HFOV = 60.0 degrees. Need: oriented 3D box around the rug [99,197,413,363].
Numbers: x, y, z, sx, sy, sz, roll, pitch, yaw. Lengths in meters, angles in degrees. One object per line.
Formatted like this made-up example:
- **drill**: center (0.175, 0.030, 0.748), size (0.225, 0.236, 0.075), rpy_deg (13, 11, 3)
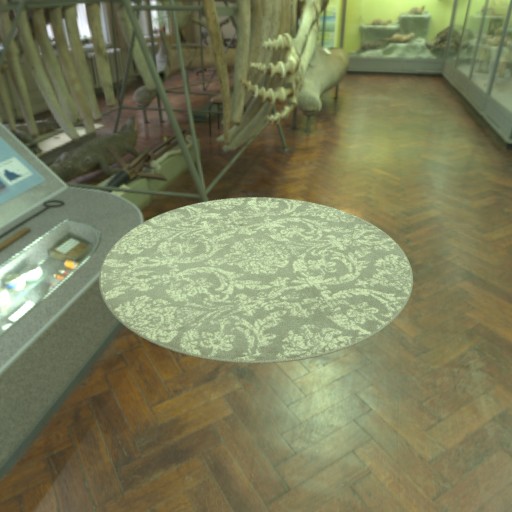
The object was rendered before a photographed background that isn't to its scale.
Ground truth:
- **rug**: center (0.000, 0.000, 2.350), size (1.593, 0.012, 1.593), rpy_deg (0, 30, 0)
